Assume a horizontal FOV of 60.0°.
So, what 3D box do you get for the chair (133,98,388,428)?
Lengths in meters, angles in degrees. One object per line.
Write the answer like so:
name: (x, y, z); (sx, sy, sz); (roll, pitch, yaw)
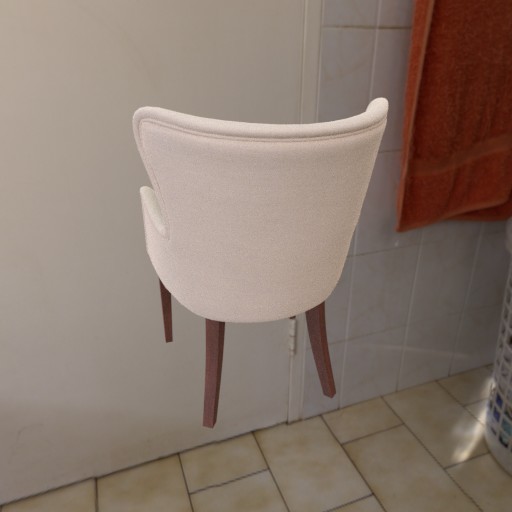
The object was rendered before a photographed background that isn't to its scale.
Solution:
chair: (0.000, 0.000, 1.452); (0.696, 0.990, 0.744); (-8, 26, -17)
